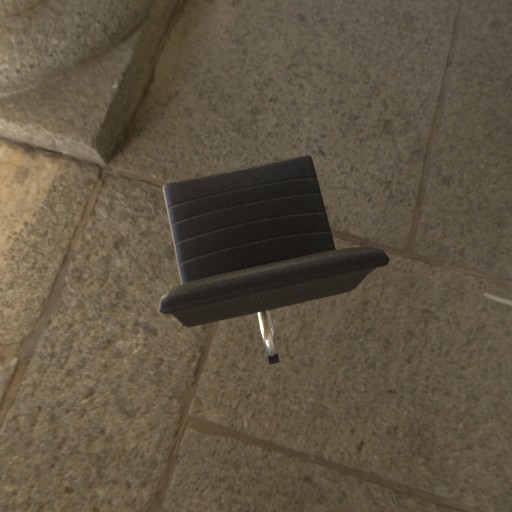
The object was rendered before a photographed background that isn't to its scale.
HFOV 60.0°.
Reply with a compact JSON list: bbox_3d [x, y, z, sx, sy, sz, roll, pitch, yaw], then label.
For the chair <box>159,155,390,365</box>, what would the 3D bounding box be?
[{"bbox_3d":[0.000,0.000,1.131,0.556,0.780,0.530,-12,75,-3],"label":"chair"}]
